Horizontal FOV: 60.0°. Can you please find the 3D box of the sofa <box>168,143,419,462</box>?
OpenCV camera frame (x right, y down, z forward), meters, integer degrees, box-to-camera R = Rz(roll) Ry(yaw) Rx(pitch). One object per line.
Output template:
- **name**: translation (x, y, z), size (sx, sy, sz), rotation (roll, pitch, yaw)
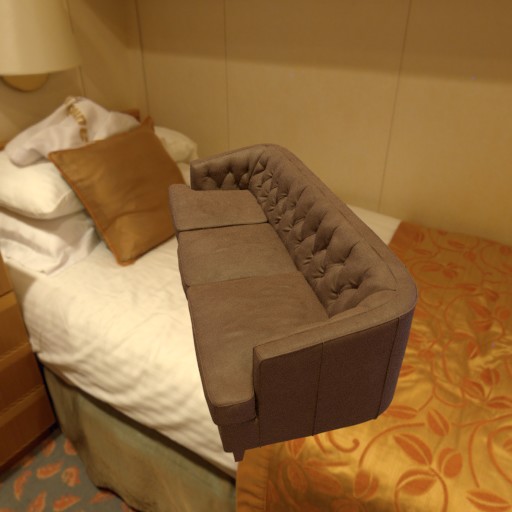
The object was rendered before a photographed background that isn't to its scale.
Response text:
- **sofa**: translation (0.000, 0.000, 2.669), size (0.927, 0.787, 2.227), rotation (-7, 32, -12)
